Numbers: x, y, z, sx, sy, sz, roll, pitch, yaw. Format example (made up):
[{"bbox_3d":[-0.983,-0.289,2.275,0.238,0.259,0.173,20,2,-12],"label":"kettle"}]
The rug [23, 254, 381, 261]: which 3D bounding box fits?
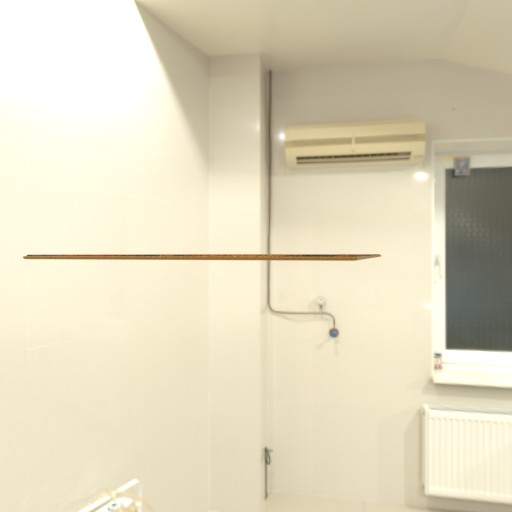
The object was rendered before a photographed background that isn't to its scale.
[{"bbox_3d":[0.000,0.000,1.078,0.557,0.008,0.863,0,0,18],"label":"rug"}]
